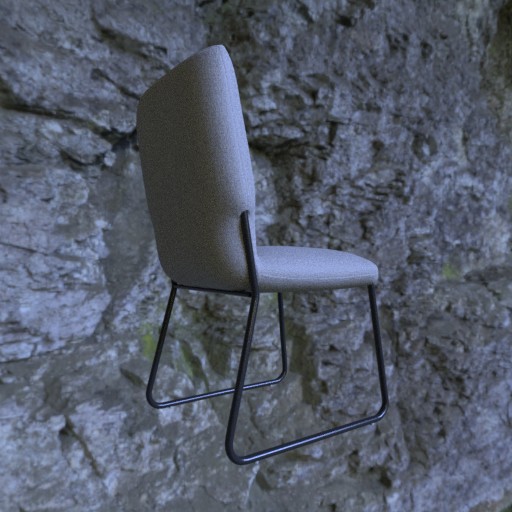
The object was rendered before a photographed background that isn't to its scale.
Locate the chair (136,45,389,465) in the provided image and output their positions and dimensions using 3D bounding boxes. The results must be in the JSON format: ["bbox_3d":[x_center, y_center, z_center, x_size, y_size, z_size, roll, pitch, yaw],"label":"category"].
[{"bbox_3d":[0.000,0.000,1.180,0.560,0.864,0.448,0,0,-36],"label":"chair"}]
